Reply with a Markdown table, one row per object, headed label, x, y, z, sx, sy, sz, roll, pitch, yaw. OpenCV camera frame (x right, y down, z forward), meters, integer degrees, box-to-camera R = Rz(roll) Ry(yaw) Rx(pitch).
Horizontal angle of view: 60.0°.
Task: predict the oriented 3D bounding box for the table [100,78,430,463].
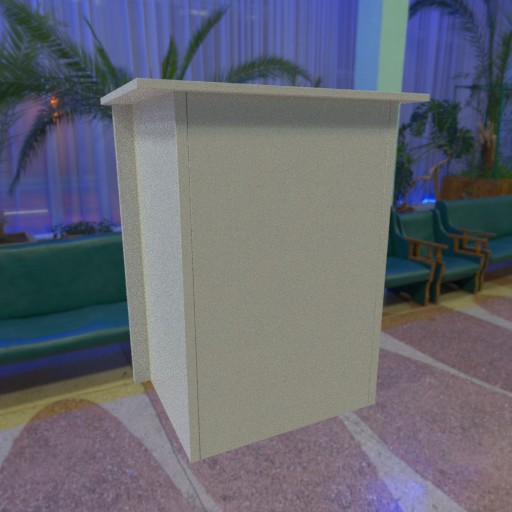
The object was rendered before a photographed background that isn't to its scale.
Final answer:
| label | x | y | z | sx | sy | sz | roll | pitch | yaw |
| --- | --- | --- | --- | --- | --- | --- | --- | --- | --- |
| table | 0.000 | 0.000 | 1.047 | 0.589 | 0.711 | 0.406 | -7 | 17 | -25 |
